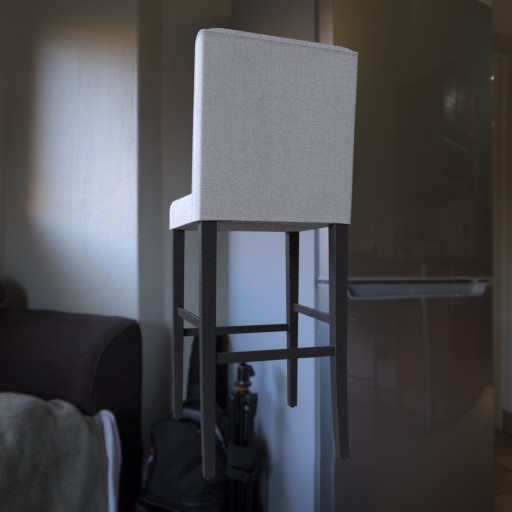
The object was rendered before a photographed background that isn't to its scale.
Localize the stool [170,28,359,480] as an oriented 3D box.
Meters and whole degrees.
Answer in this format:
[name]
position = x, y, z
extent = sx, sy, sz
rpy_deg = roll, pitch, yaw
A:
[stool]
position = 0.000, 0.000, 1.363
extent = 0.474, 1.116, 0.509
rpy_deg = 0, 0, -17
